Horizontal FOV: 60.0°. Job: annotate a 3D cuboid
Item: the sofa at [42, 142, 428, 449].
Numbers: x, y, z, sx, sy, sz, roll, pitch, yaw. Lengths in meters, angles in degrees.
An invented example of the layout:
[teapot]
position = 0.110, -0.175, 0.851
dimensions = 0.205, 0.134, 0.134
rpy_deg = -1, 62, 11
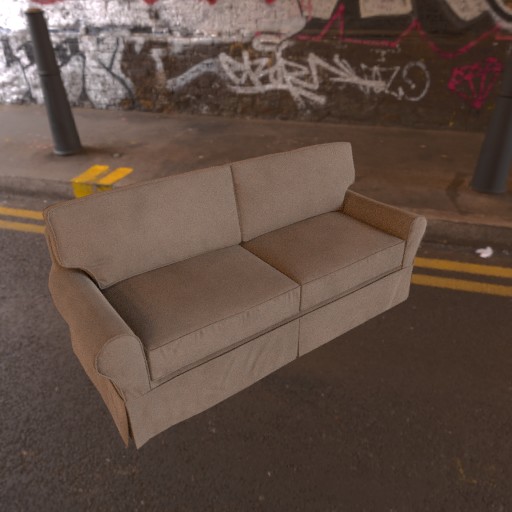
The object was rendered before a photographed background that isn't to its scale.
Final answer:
[sofa]
position = 0.000, 0.000, 2.690
dimensions = 2.246, 1.014, 0.900
rpy_deg = -20, 35, -31
